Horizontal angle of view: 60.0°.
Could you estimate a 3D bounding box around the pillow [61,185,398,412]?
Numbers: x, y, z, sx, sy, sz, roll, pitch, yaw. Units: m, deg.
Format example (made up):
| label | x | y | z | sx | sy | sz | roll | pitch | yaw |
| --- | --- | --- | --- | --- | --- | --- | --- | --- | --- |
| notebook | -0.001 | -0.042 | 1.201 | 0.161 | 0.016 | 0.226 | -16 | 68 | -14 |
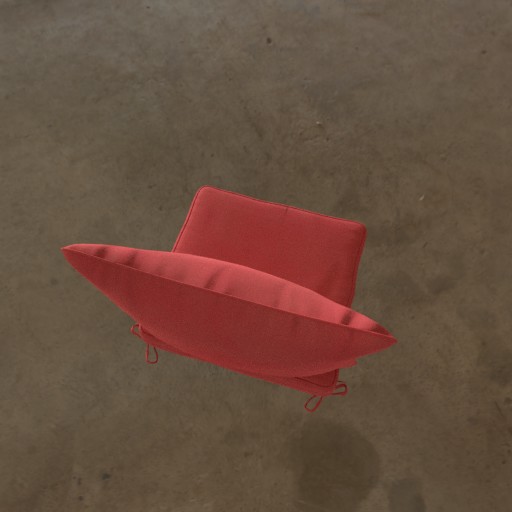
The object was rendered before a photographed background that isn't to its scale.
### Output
| label | x | y | z | sx | sy | sz | roll | pitch | yaw |
| --- | --- | --- | --- | --- | --- | --- | --- | --- | --- |
| pillow | 0.000 | 0.000 | 1.388 | 0.798 | 0.725 | 0.733 | 15 | 63 | 7 |
